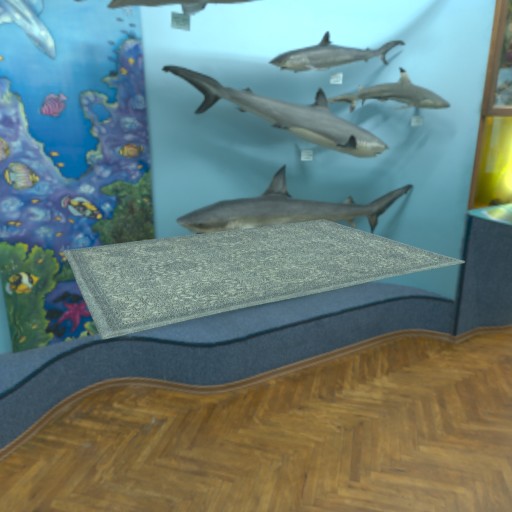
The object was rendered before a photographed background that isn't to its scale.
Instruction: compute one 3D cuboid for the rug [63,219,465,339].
[{"bbox_3d":[0.000,0.000,2.407,1.830,0.016,1.224,-9,19,-27],"label":"rug"}]
